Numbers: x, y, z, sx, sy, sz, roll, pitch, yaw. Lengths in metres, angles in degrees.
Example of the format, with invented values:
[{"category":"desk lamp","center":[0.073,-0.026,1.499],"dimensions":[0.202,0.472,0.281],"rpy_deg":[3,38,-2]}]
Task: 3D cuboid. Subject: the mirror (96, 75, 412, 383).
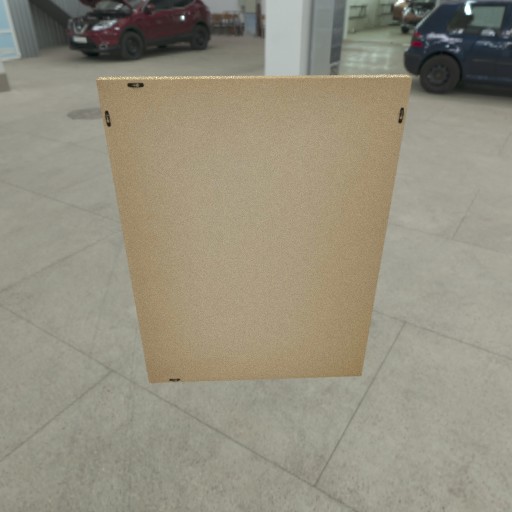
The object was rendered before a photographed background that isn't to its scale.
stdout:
[{"category":"mirror","center":[0.000,0.000,1.341],"dimensions":[0.762,1.016,0.041],"rpy_deg":[-1,31,-2]}]
